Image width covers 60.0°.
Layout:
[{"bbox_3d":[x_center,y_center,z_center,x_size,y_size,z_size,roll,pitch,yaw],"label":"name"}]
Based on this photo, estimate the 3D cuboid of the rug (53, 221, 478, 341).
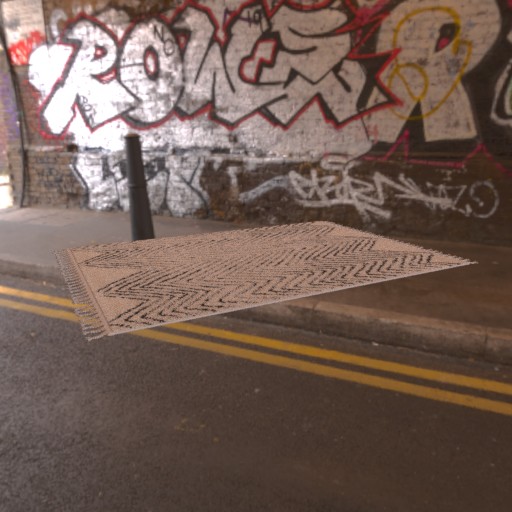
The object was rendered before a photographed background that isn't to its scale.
[{"bbox_3d":[0.000,0.000,2.280,1.847,0.014,1.230,-8,17,-27],"label":"rug"}]
